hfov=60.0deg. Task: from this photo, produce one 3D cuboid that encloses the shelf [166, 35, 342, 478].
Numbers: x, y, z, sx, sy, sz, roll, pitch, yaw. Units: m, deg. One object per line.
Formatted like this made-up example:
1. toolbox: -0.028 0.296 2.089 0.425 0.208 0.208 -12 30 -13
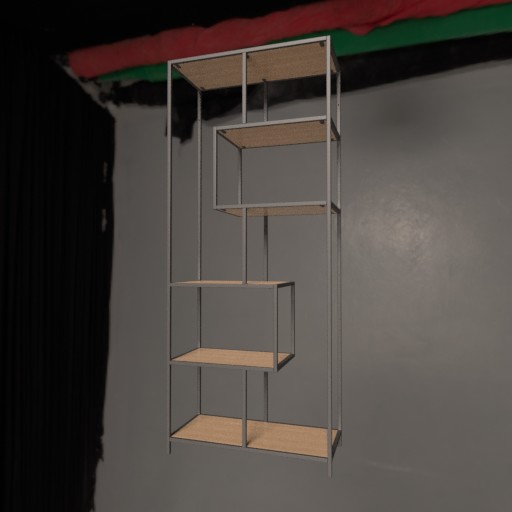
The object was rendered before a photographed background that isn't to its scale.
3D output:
1. shelf: 0.000 0.000 2.134 0.770 1.850 0.350 0 -1 18
